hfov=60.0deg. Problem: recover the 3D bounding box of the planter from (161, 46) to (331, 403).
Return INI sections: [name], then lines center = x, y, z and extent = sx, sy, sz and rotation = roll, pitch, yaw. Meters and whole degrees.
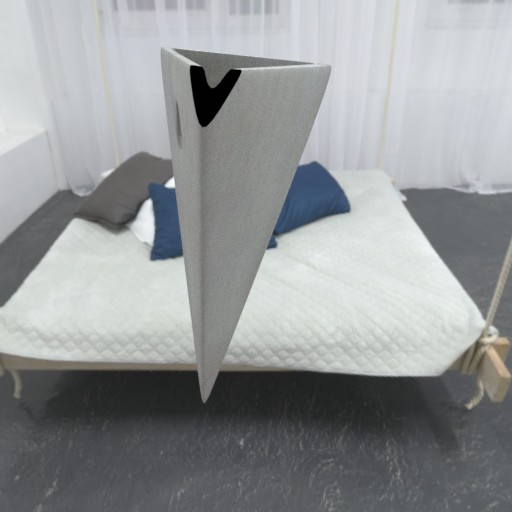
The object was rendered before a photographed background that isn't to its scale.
[planter]
center = 0.000, 0.000, 0.155
extent = 0.047, 0.130, 0.058
rotation = -10, 32, -16
